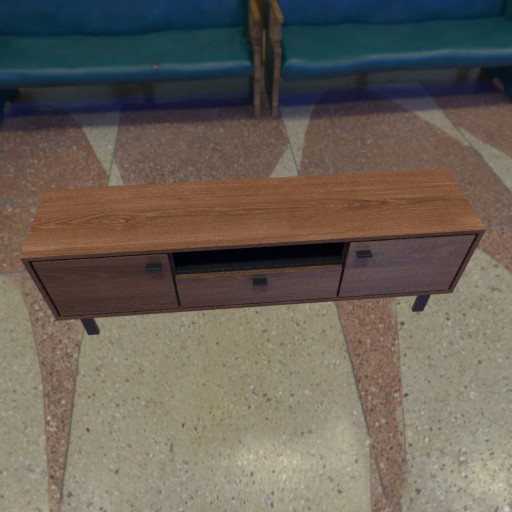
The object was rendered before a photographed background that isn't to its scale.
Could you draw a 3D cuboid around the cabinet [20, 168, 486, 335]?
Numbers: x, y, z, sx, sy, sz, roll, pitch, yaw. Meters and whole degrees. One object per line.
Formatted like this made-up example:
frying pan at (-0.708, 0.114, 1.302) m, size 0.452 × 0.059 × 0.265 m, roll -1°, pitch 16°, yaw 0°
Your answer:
cabinet at (0.000, 0.000, 1.860) m, size 1.650 × 0.500 × 0.400 m, roll -4°, pitch 48°, yaw -3°
